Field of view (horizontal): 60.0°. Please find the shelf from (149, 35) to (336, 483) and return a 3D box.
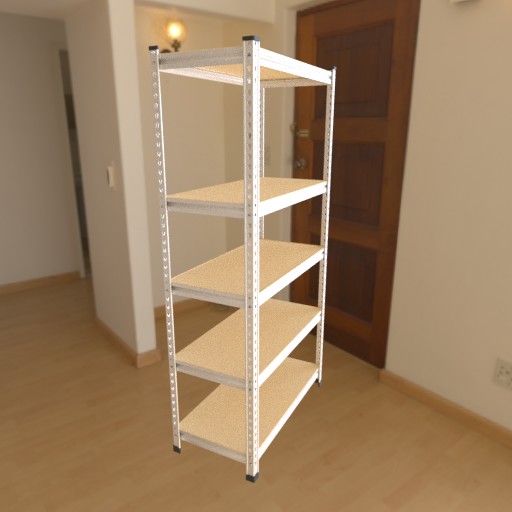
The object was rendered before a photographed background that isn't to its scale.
[{"bbox_3d":[0.000,0.000,2.224,0.457,1.829,0.914,8,18,26],"label":"shelf"}]
